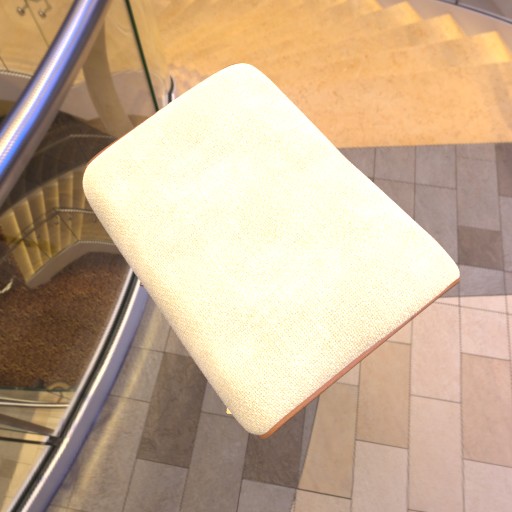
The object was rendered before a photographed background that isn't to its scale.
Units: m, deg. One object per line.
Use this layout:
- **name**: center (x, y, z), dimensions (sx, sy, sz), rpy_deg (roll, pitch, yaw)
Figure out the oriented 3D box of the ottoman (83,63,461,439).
- **ottoman**: center (0.000, 0.000, 0.806), dimensions (0.394, 0.391, 0.520), rpy_deg (-34, 69, -15)
